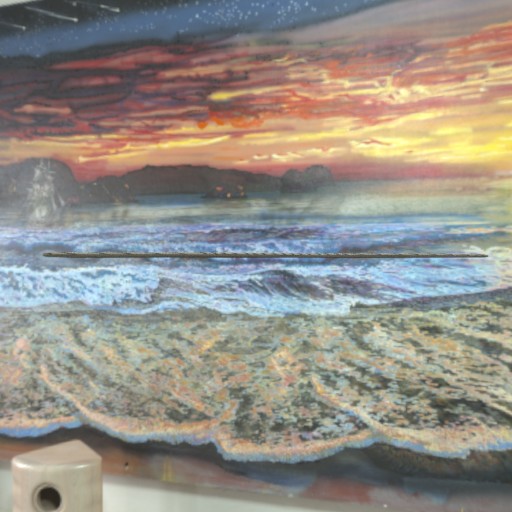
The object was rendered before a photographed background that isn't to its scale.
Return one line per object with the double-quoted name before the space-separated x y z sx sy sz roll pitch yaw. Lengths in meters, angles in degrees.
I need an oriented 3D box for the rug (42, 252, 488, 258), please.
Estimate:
"rug" 0.000 0.000 2.972 2.406 0.023 1.539 0 0 -18
